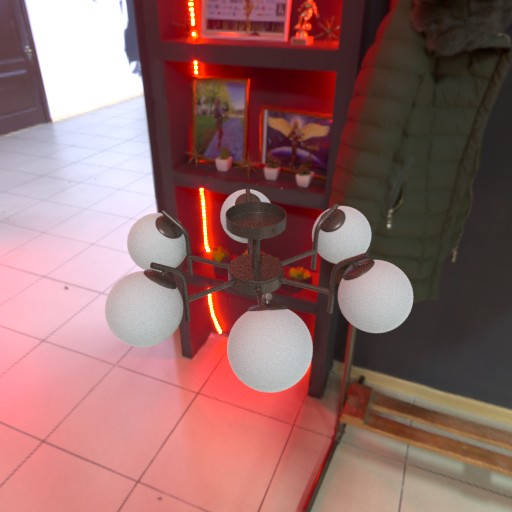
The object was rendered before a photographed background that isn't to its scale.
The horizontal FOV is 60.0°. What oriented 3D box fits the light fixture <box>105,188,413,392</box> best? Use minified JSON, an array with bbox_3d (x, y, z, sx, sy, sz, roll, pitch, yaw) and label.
[{"bbox_3d":[0.000,0.000,0.958,0.662,0.201,0.662,0,31,0],"label":"light fixture"}]
